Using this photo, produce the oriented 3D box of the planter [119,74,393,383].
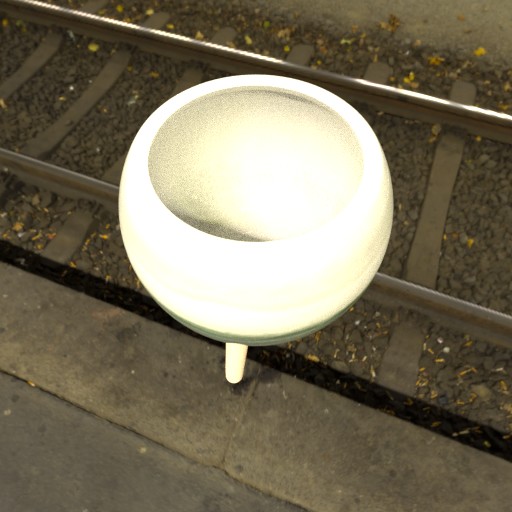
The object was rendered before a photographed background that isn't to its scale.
[{"bbox_3d":[0.000,0.000,0.435,0.222,0.278,0.222,0,58,0],"label":"planter"}]
